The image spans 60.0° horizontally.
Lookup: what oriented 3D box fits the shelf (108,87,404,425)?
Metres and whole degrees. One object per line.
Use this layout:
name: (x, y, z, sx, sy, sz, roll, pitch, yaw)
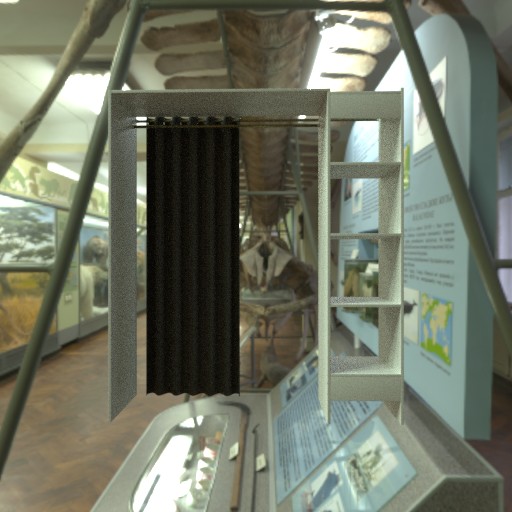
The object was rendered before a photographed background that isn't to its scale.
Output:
shelf: (0.000, 0.000, 2.646, 1.600, 1.810, 0.500, 0, 0, 1)
